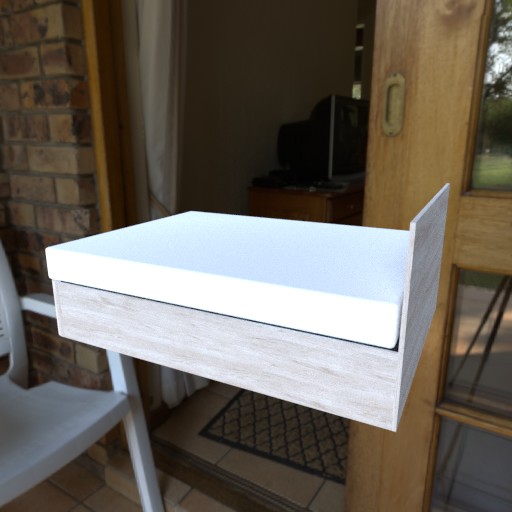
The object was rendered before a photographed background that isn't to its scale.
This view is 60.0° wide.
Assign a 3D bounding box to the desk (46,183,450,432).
[{"bbox_3d":[0.000,0.000,2.582,1.900,0.800,1.400,8,17,26],"label":"desk"}]
